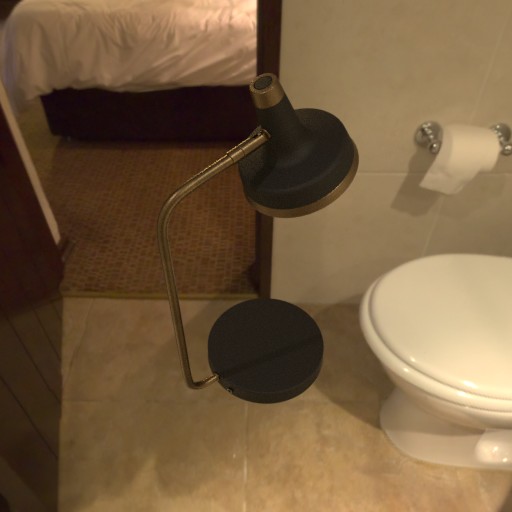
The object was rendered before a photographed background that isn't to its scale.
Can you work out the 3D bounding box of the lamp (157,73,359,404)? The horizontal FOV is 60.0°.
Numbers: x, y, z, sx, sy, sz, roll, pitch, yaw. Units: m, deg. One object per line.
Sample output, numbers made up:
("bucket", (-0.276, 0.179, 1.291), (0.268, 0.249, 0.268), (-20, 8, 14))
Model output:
("lamp", (0.000, 0.000, 0.487), (0.218, 0.385, 0.162), (-27, 49, -26))
